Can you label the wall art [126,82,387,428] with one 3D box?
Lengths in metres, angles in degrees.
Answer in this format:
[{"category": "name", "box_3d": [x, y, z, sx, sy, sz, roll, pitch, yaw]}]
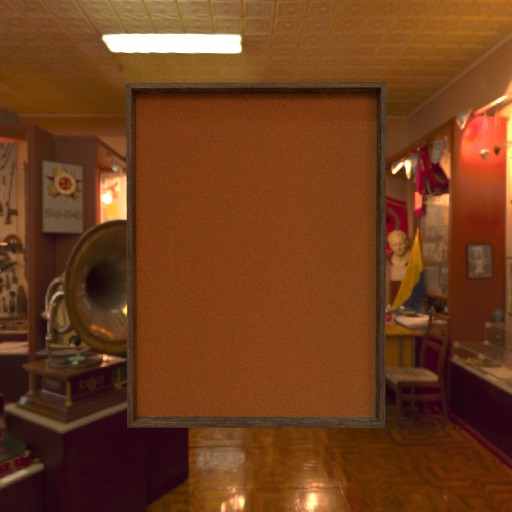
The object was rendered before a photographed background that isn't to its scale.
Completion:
[{"category": "wall art", "box_3d": [0.000, 0.000, 1.334, 0.762, 1.016, 0.063, 0, 1, 0]}]
